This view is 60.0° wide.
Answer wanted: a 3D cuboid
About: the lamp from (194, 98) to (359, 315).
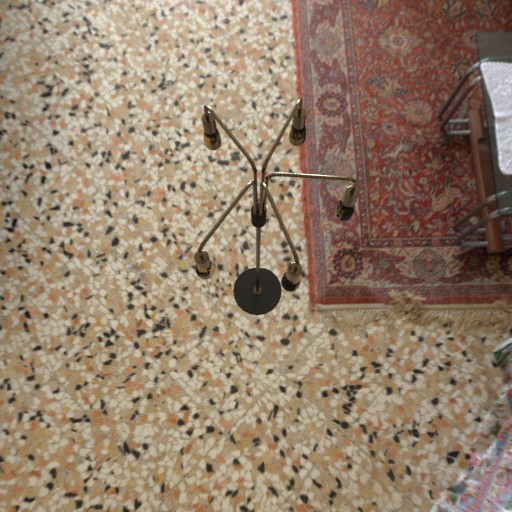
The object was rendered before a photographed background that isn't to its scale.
[{"bbox_3d":[0.000,0.000,2.039,0.572,1.721,0.599,-35,77,-9],"label":"lamp"}]
